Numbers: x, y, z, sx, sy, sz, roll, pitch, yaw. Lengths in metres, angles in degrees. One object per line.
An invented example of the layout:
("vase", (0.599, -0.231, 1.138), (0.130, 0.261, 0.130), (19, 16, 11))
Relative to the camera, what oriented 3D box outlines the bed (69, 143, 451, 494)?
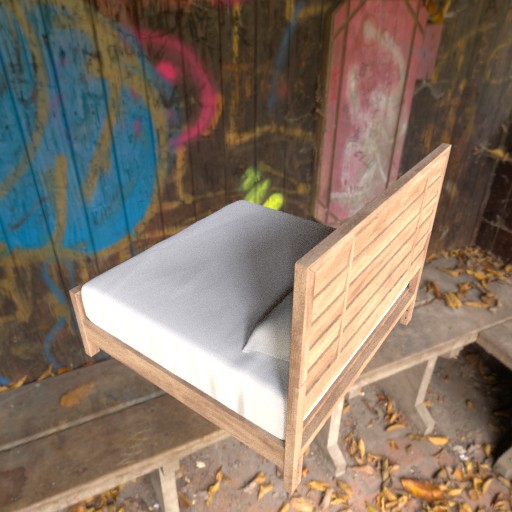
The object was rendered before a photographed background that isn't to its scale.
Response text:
("bed", (0.000, 0.000, 3.446), (2.032, 1.626, 2.032), (21, 37, 30))
